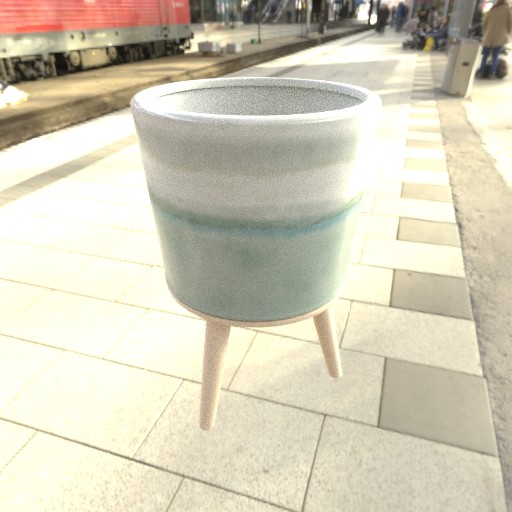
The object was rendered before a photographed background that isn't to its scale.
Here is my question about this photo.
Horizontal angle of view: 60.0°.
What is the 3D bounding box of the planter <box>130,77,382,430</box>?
[{"bbox_3d":[0.000,0.000,0.577,0.265,0.404,0.265,8,30,14],"label":"planter"}]
